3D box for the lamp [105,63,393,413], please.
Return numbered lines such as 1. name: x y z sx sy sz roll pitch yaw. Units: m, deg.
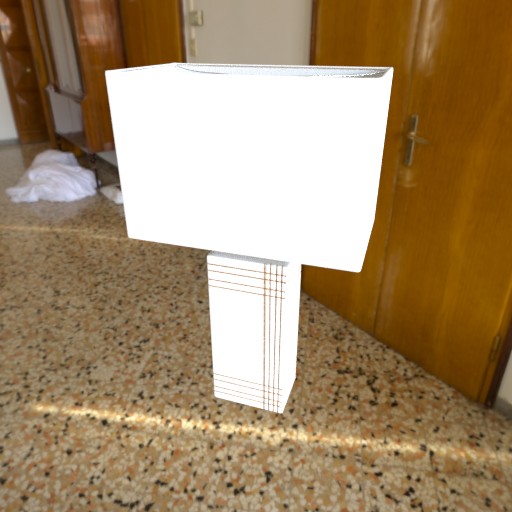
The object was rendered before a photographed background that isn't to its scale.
1. lamp: 0.000 0.000 0.695 0.334 0.543 0.182 9 28 17
